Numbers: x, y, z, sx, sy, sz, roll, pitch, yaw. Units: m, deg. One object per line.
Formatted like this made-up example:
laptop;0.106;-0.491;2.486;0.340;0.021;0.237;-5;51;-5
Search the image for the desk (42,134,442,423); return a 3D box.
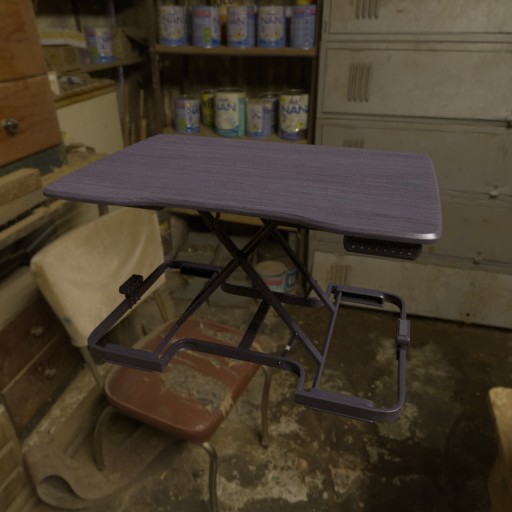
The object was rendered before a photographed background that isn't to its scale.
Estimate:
desk;0.000;0.000;1.163;0.820;0.470;0.546;8;29;15
